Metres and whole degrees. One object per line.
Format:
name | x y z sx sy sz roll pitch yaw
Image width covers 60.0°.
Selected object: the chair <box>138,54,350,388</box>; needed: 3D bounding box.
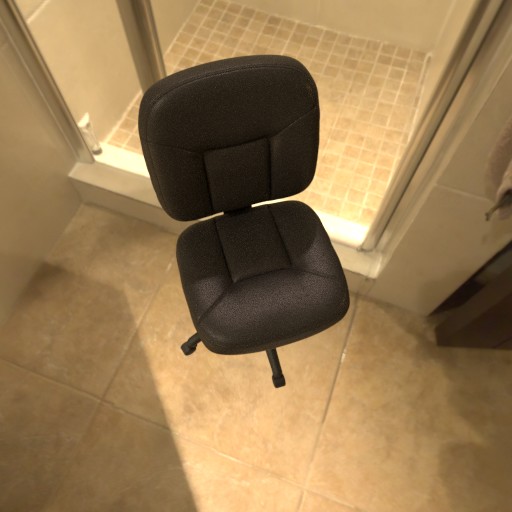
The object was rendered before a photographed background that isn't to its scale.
chair | 0.000 0.000 1.366 0.647 0.959 0.646 -15 64 -7
